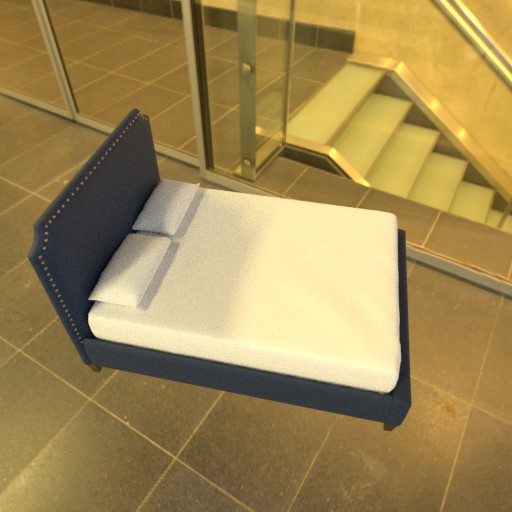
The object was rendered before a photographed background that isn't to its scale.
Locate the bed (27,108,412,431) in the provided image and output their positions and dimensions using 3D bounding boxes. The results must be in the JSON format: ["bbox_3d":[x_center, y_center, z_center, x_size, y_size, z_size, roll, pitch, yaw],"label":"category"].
[{"bbox_3d":[0.000,0.000,3.351,2.372,1.443,1.712,9,46,8],"label":"bed"}]
